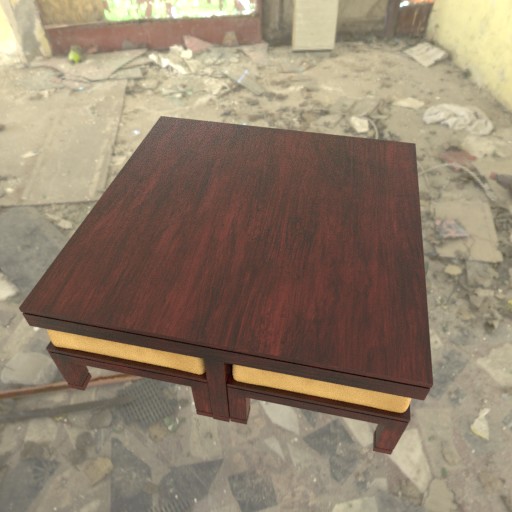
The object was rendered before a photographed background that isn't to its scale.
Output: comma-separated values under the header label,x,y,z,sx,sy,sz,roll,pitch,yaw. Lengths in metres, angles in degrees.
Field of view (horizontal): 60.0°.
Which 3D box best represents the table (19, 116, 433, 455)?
label,x,y,z,sx,sy,sz,roll,pitch,yaw
table,0.000,0.000,1.318,0.865,0.356,0.865,9,46,8
